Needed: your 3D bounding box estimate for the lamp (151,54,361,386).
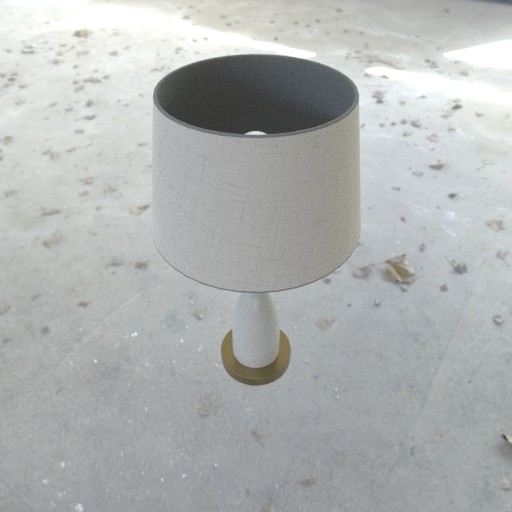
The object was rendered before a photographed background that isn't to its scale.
[{"bbox_3d":[0.000,0.000,0.716,0.309,0.545,0.309,0,42,0],"label":"lamp"}]
